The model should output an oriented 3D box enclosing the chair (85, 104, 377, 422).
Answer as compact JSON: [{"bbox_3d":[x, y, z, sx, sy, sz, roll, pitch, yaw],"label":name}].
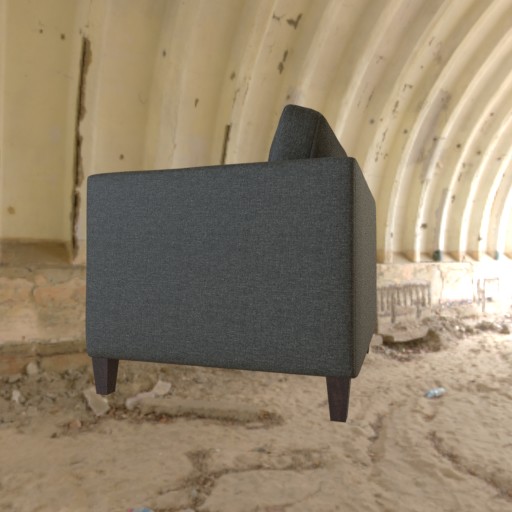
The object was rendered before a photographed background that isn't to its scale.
[{"bbox_3d":[0.000,0.000,1.895,0.959,0.963,1.107,0,0,18],"label":"chair"}]
